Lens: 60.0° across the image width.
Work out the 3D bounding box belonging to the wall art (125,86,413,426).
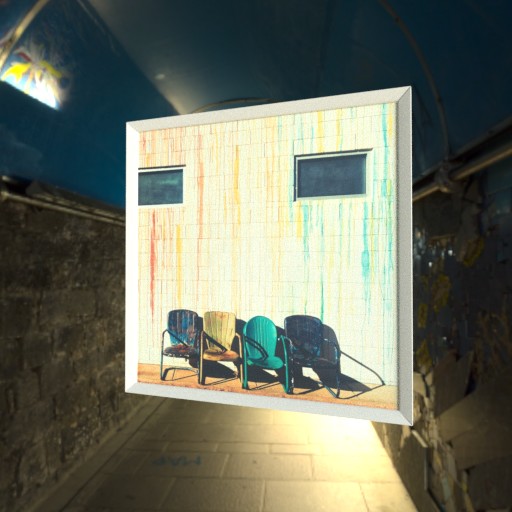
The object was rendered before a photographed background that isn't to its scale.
[{"bbox_3d":[0.000,0.000,0.765,0.508,0.508,0.037,0,-1,20],"label":"wall art"}]
